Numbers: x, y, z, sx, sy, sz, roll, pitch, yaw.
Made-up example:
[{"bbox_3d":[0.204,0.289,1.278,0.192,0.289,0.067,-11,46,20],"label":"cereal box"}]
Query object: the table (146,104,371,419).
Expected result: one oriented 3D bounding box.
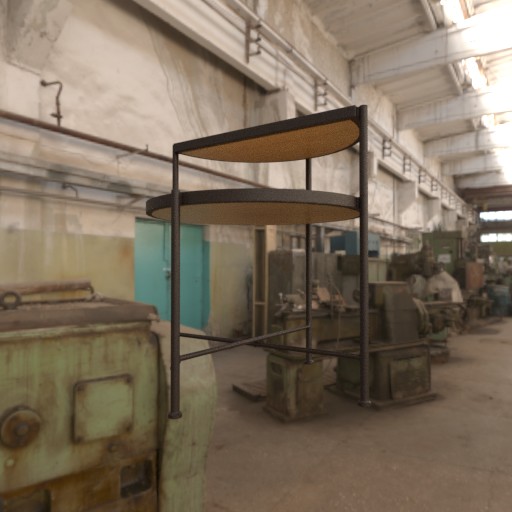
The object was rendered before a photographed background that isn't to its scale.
[{"bbox_3d":[0.000,0.000,1.183,0.629,0.684,0.628,-1,-1,35],"label":"table"}]
